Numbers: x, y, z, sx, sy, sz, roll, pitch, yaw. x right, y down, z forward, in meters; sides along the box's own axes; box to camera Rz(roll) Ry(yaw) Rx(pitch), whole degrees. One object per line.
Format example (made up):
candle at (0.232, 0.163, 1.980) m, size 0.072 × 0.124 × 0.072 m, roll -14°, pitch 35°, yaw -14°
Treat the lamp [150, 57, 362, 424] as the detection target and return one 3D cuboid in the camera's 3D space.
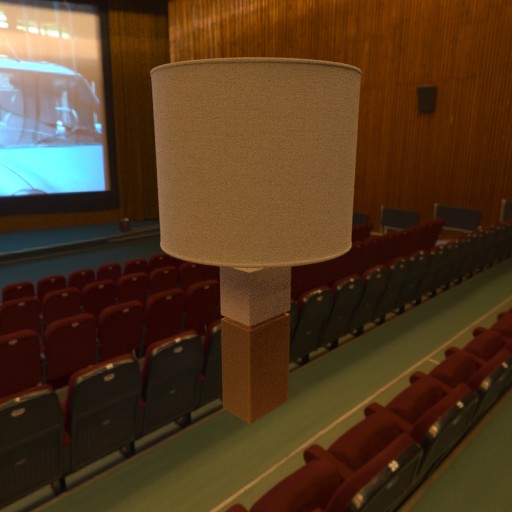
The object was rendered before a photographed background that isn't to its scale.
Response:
lamp at (0.000, 0.000, 0.547) m, size 0.229 × 0.417 × 0.229 m, roll -15°, pitch 21°, yaw -43°
